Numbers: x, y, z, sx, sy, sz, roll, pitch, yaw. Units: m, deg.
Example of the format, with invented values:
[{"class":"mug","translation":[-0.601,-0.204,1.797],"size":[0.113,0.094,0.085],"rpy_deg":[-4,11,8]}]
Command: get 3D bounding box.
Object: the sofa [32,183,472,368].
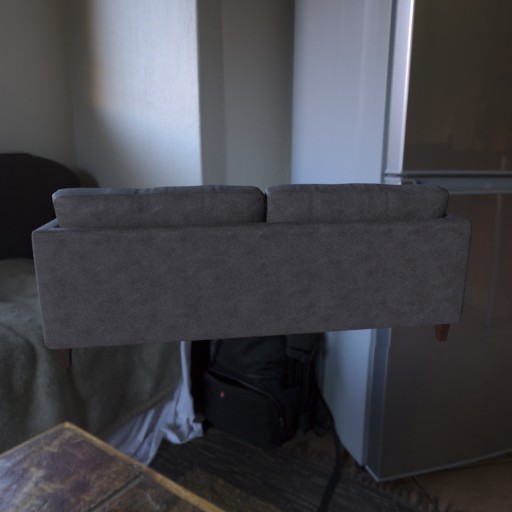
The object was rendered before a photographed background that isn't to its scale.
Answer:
[{"class":"sofa","translation":[0.000,0.000,2.887],"size":[2.434,0.965,0.951],"rpy_deg":[-2,14,-9]}]
